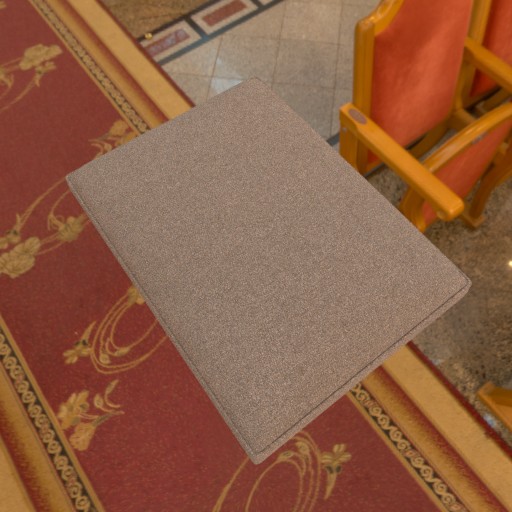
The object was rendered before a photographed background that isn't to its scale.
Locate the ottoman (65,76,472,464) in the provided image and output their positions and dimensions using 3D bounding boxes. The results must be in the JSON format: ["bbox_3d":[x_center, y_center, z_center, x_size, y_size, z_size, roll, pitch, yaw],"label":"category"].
[{"bbox_3d":[0.000,0.000,1.132,0.583,0.464,0.785,-33,68,-16],"label":"ottoman"}]
